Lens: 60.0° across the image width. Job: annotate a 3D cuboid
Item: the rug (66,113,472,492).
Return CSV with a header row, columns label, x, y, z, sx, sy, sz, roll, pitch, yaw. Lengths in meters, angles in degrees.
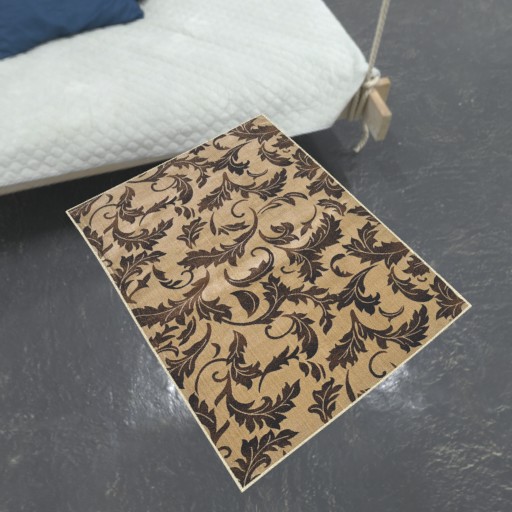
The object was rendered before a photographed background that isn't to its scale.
label,x,y,z,sx,sy,sz,roll,pitch,yaw
rug,0.000,0.000,3.999,2.380,0.008,2.977,-32,63,-18
